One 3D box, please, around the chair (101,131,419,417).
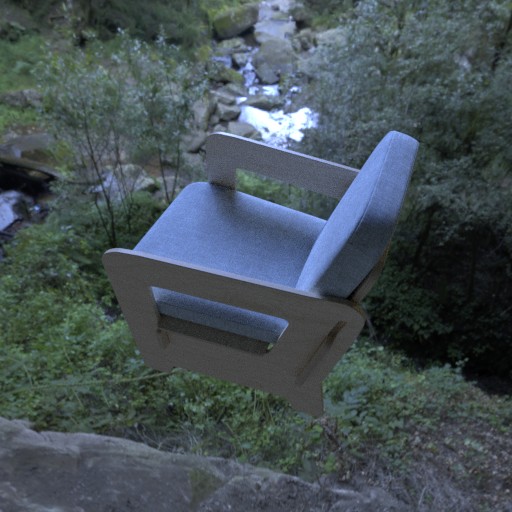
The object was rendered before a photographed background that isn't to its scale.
[{"bbox_3d":[0.000,0.000,1.309,0.710,0.800,0.590,17,49,15],"label":"chair"}]
